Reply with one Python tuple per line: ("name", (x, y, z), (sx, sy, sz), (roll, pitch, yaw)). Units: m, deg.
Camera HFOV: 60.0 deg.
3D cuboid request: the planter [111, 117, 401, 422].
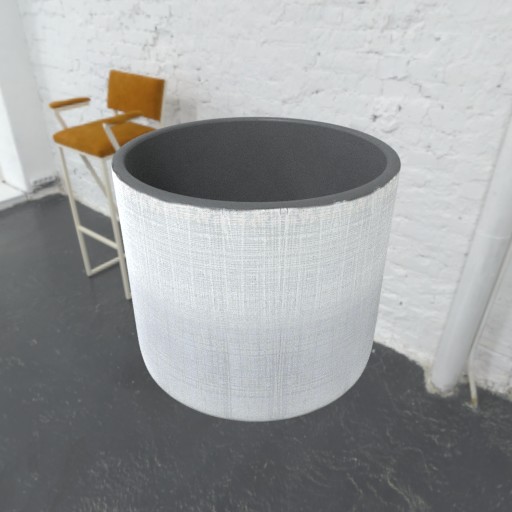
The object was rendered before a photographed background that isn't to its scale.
("planter", (0.000, 0.000, 0.450), (0.254, 0.221, 0.254), (0, 31, 0))
